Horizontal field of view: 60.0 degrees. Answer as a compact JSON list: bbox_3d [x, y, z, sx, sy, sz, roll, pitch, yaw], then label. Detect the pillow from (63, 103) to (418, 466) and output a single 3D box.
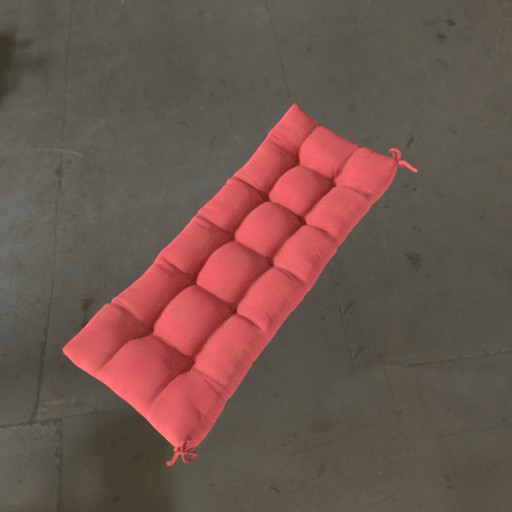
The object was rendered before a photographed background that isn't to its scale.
[{"bbox_3d":[0.000,0.000,1.352,0.511,0.174,1.194,33,68,16],"label":"pillow"}]
